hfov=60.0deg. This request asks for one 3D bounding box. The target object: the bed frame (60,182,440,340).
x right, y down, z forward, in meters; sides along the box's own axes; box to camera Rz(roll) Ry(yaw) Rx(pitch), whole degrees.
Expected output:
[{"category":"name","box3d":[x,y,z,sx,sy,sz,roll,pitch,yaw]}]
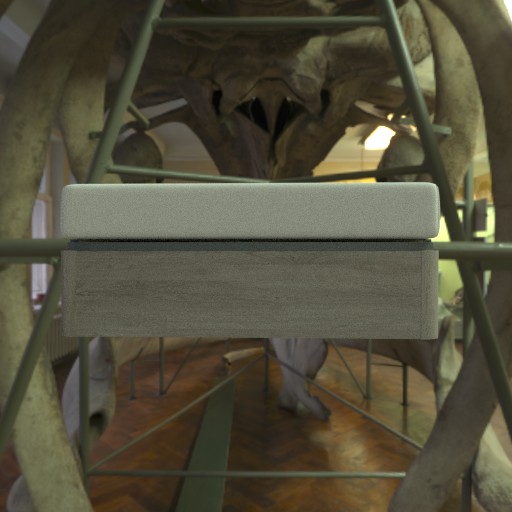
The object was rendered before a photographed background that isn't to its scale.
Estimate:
[{"category":"bed frame","box3d":[0.000,0.000,2.533,1.400,0.561,1.900,0,1,2]}]
